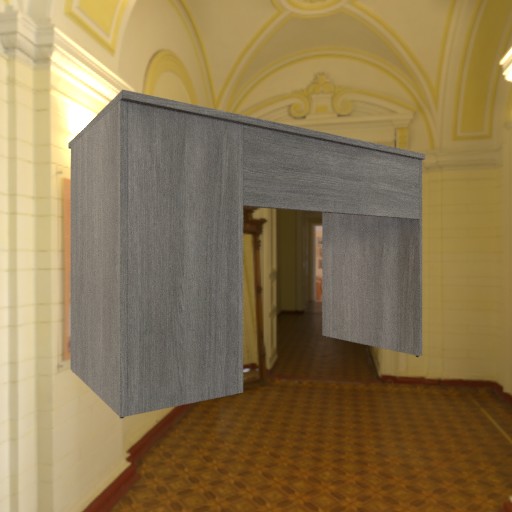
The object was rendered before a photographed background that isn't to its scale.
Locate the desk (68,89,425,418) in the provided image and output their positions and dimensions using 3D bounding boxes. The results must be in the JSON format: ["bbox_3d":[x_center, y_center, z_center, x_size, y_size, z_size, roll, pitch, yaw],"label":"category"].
[{"bbox_3d":[0.000,0.000,1.519,1.097,0.735,0.560,0,0,-34],"label":"desk"}]
